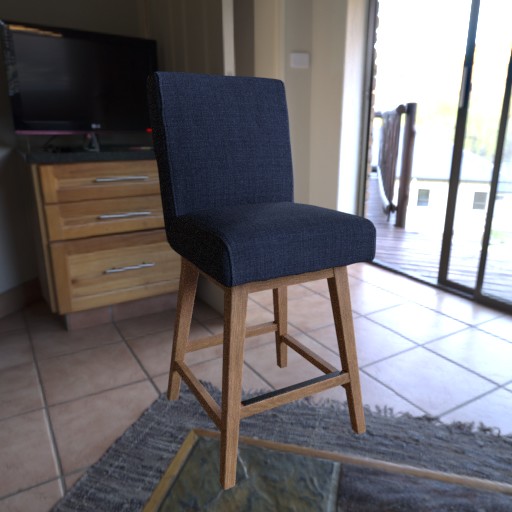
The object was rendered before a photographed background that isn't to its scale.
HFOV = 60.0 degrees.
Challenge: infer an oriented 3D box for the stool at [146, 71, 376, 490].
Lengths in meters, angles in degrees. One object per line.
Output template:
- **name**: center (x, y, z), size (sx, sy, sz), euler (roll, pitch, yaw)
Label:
- **stool**: center (0.000, 0.000, 1.270), size (0.459, 1.010, 0.526), euler (-9, 18, -28)
